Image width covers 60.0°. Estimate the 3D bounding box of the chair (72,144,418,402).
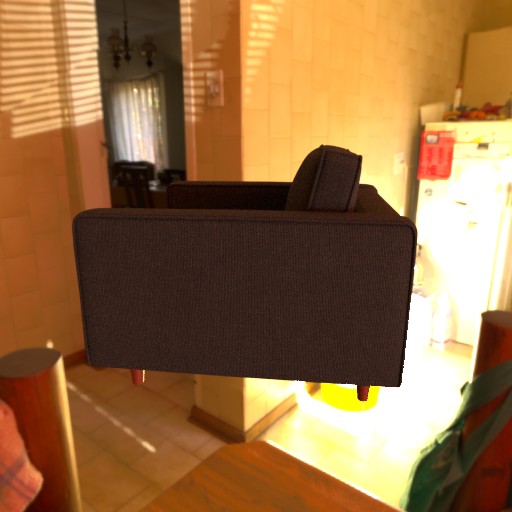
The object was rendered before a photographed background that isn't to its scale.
[{"bbox_3d":[0.000,0.000,1.590,0.919,0.770,0.899,2,15,8],"label":"chair"}]
